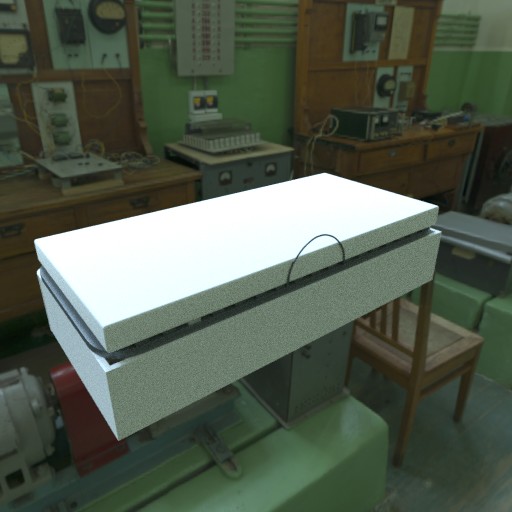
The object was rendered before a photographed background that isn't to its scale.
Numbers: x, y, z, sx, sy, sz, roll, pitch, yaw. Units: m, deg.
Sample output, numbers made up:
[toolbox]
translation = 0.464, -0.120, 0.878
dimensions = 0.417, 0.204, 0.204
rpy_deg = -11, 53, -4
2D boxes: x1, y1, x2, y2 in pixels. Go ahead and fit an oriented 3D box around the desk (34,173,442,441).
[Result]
[desk]
translation = 0.000, 0.000, 2.266
dimensions = 1.900, 0.526, 0.900
rpy_deg = -19, 31, -33
